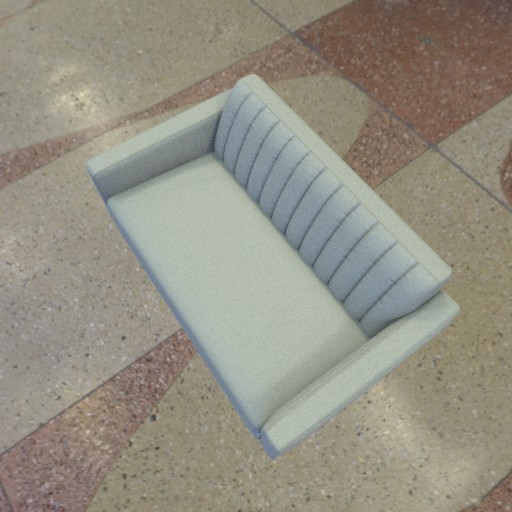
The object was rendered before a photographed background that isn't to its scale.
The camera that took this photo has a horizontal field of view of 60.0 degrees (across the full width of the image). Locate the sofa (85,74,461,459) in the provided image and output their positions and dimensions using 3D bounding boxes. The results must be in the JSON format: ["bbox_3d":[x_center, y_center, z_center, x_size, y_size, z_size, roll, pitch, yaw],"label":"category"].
[{"bbox_3d":[0.000,0.000,2.162,0.950,0.801,1.585,-32,67,-15],"label":"sofa"}]
